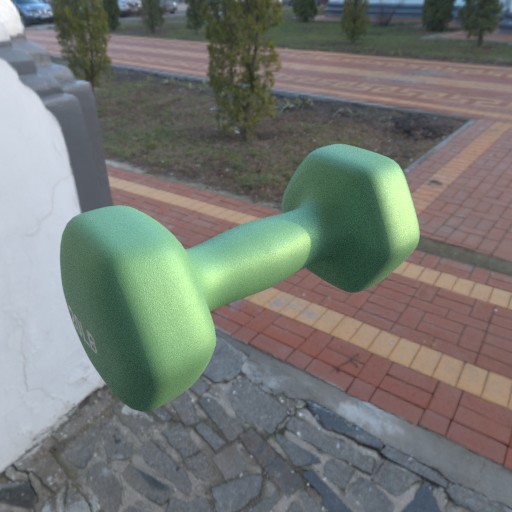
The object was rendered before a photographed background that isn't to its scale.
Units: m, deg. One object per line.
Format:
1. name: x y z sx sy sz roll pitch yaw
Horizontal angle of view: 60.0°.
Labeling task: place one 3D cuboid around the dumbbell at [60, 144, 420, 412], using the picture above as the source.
1. dumbbell: 0.000 0.000 0.326 0.260 0.117 0.129 -22 37 -32
